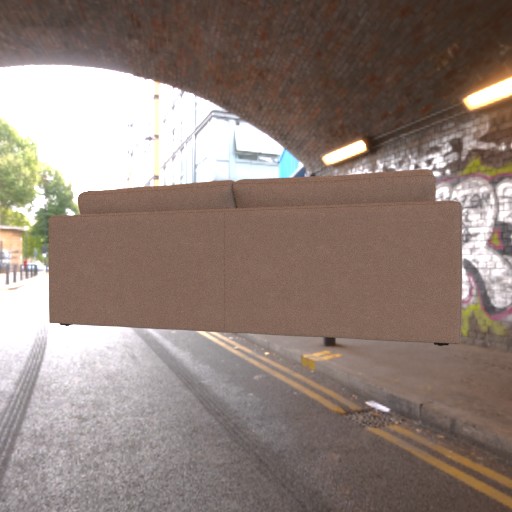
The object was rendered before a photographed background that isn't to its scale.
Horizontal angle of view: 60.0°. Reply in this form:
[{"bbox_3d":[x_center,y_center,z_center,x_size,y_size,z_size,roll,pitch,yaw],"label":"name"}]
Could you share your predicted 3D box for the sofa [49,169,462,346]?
[{"bbox_3d":[0.000,0.000,2.785,2.588,0.838,1.090,0,-1,17],"label":"sofa"}]
